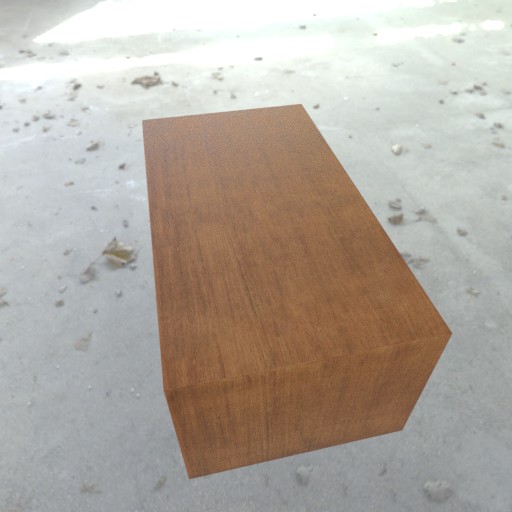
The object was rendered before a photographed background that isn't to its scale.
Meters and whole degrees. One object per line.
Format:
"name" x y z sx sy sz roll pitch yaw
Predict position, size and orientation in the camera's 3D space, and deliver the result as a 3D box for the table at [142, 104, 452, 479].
"table" 0.000 0.000 1.300 0.549 0.419 1.000 -9 45 -9
